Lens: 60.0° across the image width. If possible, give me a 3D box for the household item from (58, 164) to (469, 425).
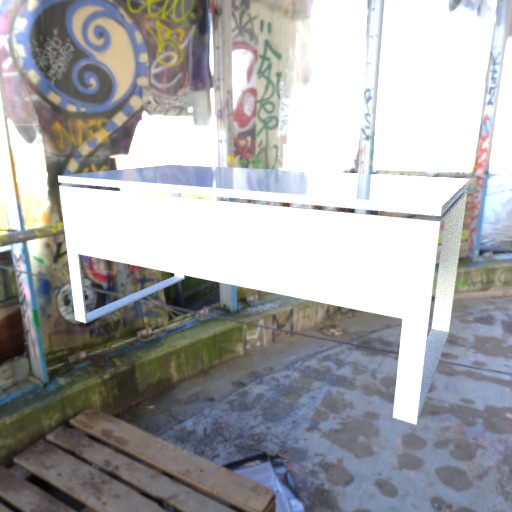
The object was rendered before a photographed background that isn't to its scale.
[{"bbox_3d":[0.000,0.000,2.125,1.700,0.745,0.800,9,18,29],"label":"household item"}]
